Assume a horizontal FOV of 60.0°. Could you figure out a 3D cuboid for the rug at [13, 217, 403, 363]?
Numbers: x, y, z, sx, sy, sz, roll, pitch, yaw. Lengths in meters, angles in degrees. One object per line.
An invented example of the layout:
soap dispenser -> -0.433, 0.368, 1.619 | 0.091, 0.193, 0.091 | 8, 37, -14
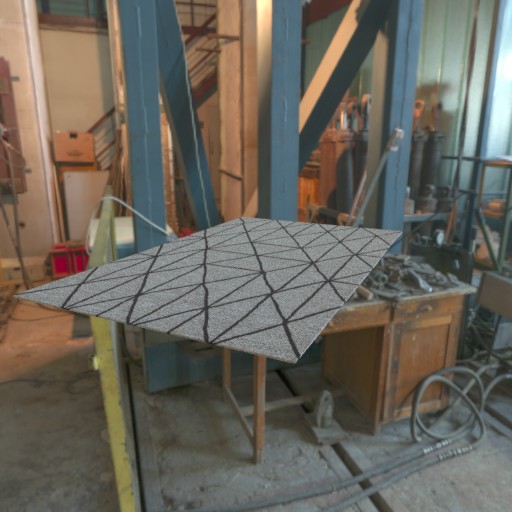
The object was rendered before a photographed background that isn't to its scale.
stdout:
rug -> 0.000, 0.000, 2.970 | 1.526, 0.008, 2.465 | 7, 17, 25
